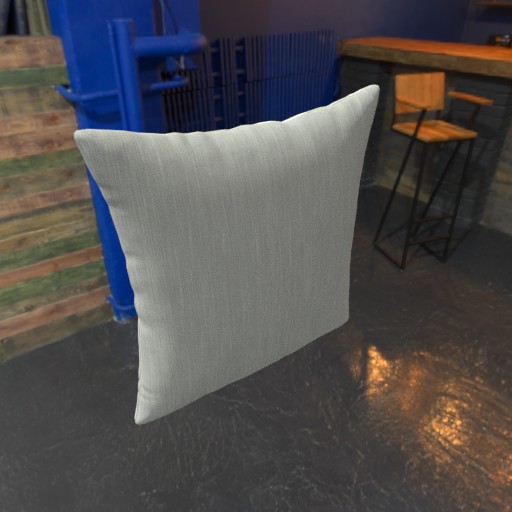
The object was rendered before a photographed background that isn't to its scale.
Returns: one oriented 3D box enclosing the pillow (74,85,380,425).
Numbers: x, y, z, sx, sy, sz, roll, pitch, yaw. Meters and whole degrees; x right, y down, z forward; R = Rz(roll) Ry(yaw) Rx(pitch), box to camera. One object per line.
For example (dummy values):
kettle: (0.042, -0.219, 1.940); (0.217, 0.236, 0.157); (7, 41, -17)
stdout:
pillow: (0.000, 0.000, 0.763); (0.511, 0.509, 0.161); (-20, 36, -29)
